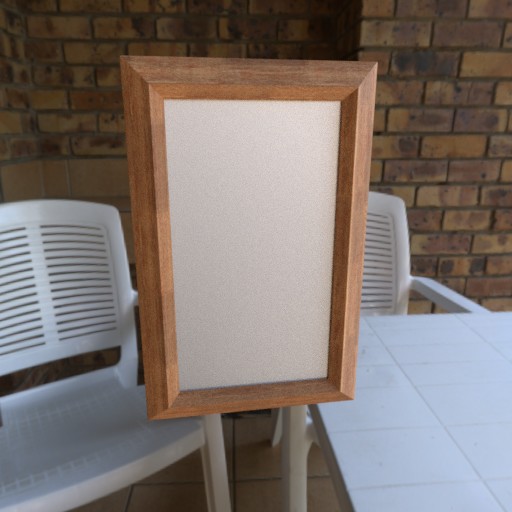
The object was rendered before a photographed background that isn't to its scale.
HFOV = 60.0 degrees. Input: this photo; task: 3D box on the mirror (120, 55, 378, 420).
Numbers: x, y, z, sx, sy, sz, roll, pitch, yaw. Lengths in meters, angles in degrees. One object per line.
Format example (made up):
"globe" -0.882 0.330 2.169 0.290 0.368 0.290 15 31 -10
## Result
"mirror" 0.000 0.000 1.222 0.651 1.010 0.047 -3 16 -9
